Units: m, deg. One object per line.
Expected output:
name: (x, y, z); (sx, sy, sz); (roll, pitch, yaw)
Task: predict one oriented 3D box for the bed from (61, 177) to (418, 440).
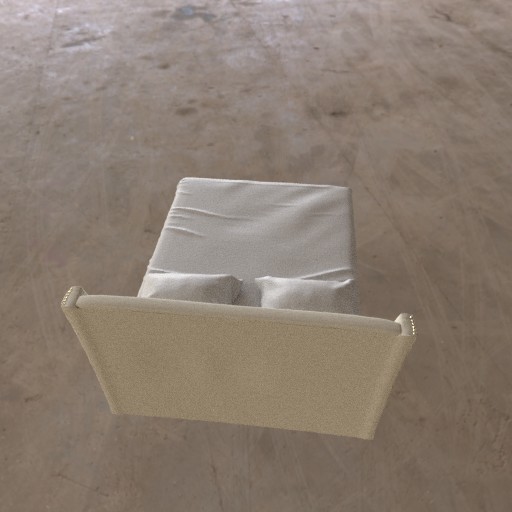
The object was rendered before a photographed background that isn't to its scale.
bed: (0.000, 0.000, 3.564); (1.925, 1.332, 2.276); (4, 45, 4)
